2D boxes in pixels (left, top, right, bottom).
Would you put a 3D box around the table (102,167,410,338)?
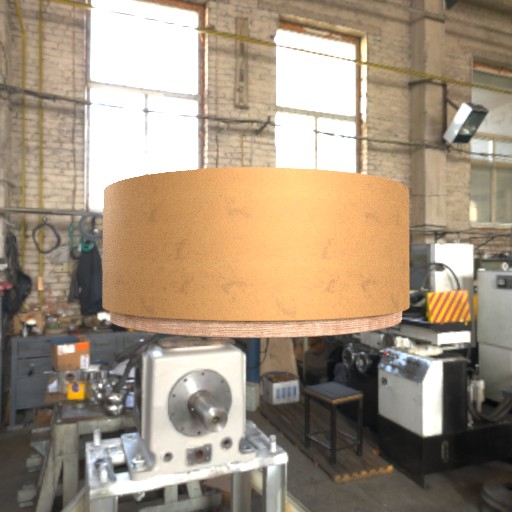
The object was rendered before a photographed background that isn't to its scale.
[{"bbox_3d":[0.000,0.000,1.531,1.001,0.409,1.001,0,-1,0],"label":"table"}]
